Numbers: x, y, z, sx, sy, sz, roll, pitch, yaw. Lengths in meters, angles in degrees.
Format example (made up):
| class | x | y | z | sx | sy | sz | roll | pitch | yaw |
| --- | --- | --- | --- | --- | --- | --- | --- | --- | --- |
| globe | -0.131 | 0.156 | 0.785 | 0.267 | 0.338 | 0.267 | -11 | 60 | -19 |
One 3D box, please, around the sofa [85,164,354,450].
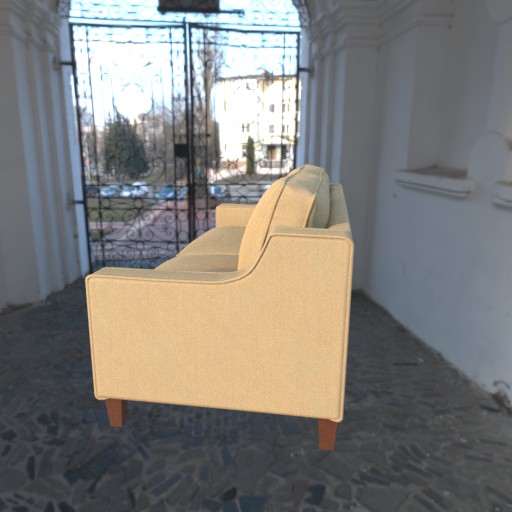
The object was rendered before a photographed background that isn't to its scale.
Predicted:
| class | x | y | z | sx | sy | sz | roll | pitch | yaw |
| --- | --- | --- | --- | --- | --- | --- | --- | --- | --- |
| sofa | 0.000 | 0.000 | 2.750 | 1.066 | 1.071 | 2.178 | 2 | 14 | 9 |
